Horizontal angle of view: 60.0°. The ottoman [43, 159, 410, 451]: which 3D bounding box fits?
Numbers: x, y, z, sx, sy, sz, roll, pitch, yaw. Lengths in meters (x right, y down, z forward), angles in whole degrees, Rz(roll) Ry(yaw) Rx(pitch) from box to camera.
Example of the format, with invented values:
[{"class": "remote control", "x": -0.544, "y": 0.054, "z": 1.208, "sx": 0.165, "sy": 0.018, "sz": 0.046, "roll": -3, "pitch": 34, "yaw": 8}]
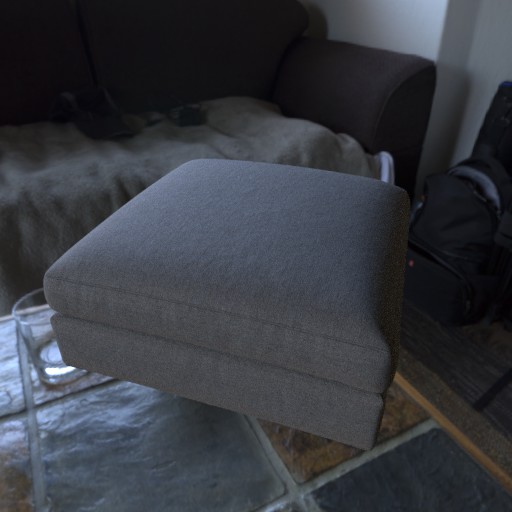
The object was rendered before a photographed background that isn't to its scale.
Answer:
[{"class": "ottoman", "x": 0.000, "y": 0.000, "z": 1.627, "sx": 1.041, "sy": 0.470, "sz": 1.041, "roll": 10, "pitch": 33, "yaw": 16}]
